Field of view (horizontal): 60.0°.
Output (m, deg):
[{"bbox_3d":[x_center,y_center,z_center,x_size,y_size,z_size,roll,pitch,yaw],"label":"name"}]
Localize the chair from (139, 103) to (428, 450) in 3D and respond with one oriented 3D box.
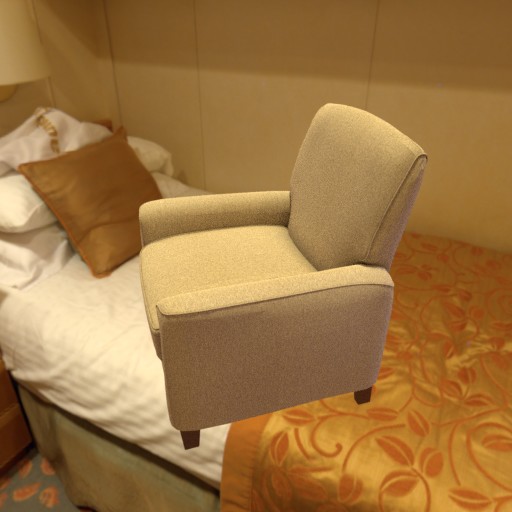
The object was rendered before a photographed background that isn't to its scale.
[{"bbox_3d":[0.000,0.000,1.680,0.864,1.014,0.848,-9,31,-15],"label":"chair"}]
